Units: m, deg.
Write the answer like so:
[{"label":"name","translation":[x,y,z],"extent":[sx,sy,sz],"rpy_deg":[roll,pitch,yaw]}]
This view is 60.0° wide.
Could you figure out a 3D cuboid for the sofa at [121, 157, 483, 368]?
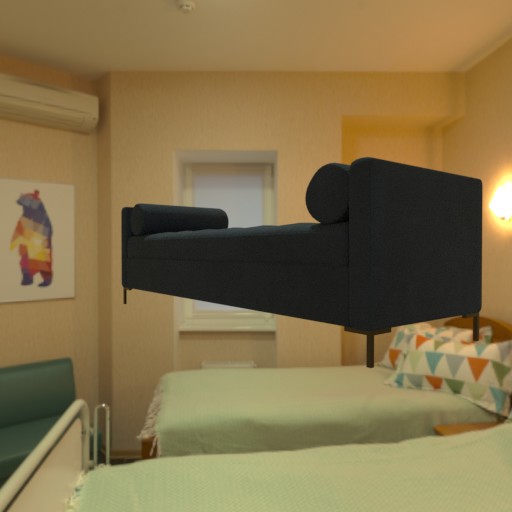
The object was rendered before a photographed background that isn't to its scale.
[{"label":"sofa","translation":[0.000,0.000,2.277],"extent":[0.686,0.635,1.981],"rpy_deg":[-1,1,-37]}]
